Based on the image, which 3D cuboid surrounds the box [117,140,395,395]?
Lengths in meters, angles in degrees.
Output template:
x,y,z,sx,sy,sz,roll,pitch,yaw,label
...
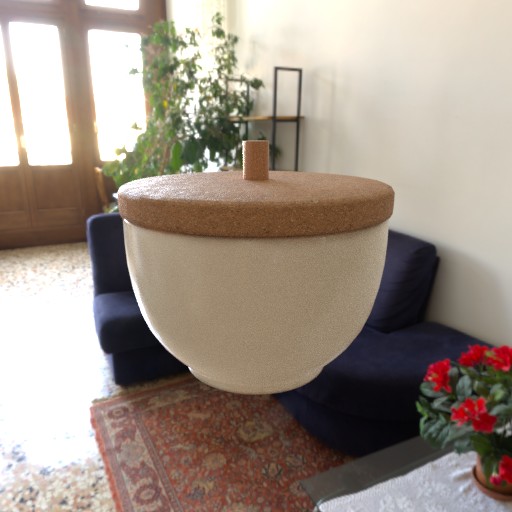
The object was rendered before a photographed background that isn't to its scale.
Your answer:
x,y,z,sx,sy,sz,roll,pitch,yaw,label
0.000,0.000,0.186,0.107,0.094,0.107,0,16,0,box
